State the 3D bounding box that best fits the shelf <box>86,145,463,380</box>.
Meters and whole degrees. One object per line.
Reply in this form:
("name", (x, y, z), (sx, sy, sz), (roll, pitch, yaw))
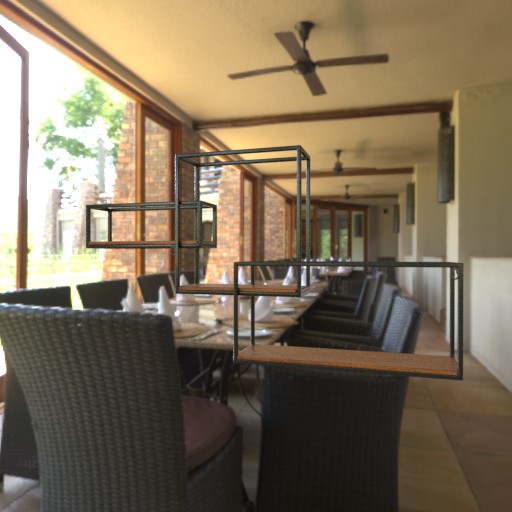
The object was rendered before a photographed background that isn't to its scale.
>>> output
("shelf", (0.000, 0.000, 2.125), (1.781, 0.972, 0.275), (0, 0, 17))
